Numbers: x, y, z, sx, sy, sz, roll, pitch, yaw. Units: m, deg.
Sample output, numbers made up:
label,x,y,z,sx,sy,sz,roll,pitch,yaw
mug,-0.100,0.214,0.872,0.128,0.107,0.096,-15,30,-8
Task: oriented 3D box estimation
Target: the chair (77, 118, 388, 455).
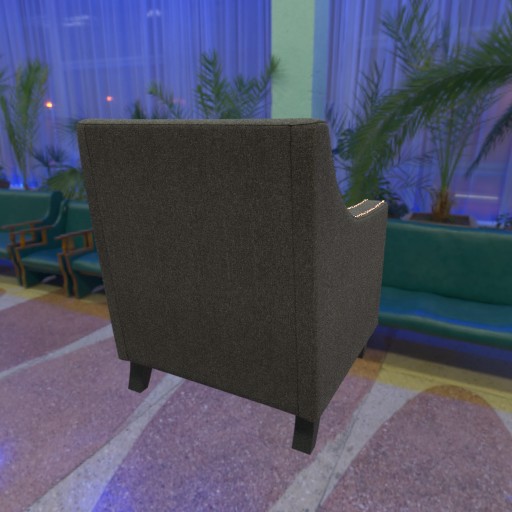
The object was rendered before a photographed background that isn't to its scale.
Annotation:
label,x,y,z,sx,sy,sz,roll,pitch,yaw
chair,0.000,0.000,1.636,0.776,0.967,0.884,9,19,27
